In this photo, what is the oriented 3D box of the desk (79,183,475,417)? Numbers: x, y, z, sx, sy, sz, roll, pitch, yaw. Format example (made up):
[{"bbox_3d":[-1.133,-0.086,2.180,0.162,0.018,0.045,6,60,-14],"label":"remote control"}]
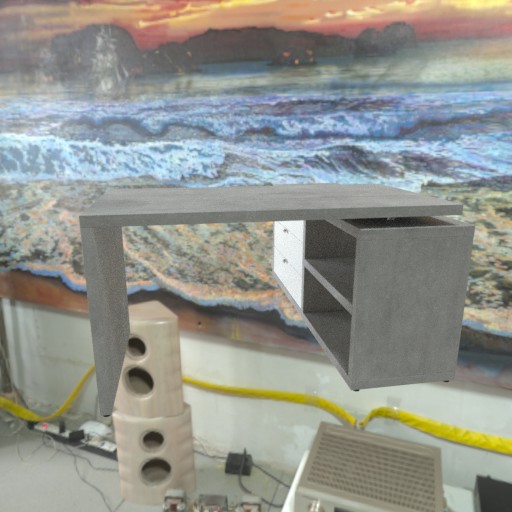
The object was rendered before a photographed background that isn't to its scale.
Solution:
[{"bbox_3d":[0.000,0.000,2.326,1.400,0.740,1.500,-3,16,-10],"label":"desk"}]
